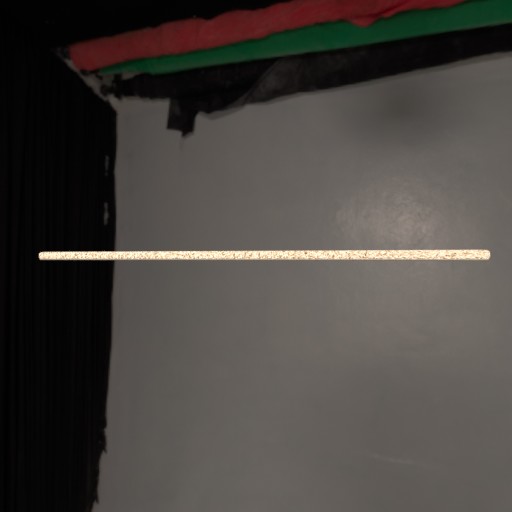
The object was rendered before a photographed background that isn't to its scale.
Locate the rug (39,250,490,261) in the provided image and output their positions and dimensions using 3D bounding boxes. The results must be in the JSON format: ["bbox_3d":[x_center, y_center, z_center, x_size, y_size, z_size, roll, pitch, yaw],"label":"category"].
[{"bbox_3d":[0.000,0.000,1.712,1.524,0.030,0.609,0,0,18],"label":"rug"}]
